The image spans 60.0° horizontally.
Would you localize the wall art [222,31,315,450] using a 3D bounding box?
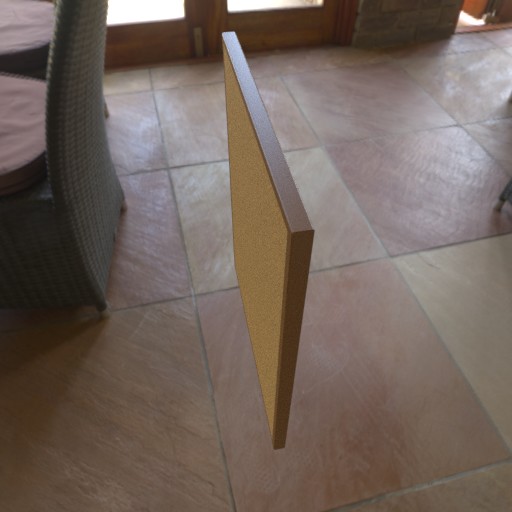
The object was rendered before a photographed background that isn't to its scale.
[{"bbox_3d":[0.000,0.000,0.743,0.021,0.550,0.449,-8,48,-7],"label":"wall art"}]
